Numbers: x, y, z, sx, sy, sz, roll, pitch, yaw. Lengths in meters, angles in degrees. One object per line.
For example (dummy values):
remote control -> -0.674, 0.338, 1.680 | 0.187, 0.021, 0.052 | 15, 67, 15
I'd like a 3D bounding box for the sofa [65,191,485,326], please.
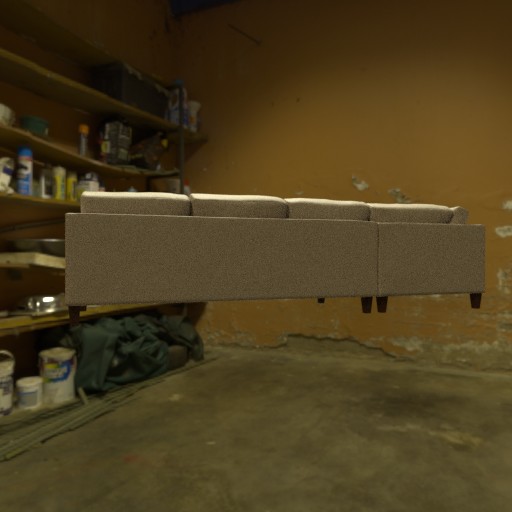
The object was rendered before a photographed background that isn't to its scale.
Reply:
sofa -> 0.000, 0.000, 4.268 | 3.182, 0.863, 2.432 | 0, 0, -18
